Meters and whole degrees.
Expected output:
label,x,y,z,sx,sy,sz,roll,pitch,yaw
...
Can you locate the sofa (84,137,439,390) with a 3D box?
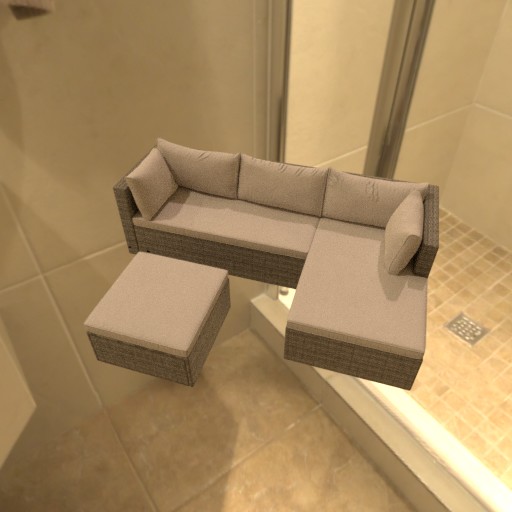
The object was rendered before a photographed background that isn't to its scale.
label,x,y,z,sx,sy,sz,roll,pitch,yaw
sofa,0.000,0.000,2.935,2.192,0.766,1.662,12,43,13
